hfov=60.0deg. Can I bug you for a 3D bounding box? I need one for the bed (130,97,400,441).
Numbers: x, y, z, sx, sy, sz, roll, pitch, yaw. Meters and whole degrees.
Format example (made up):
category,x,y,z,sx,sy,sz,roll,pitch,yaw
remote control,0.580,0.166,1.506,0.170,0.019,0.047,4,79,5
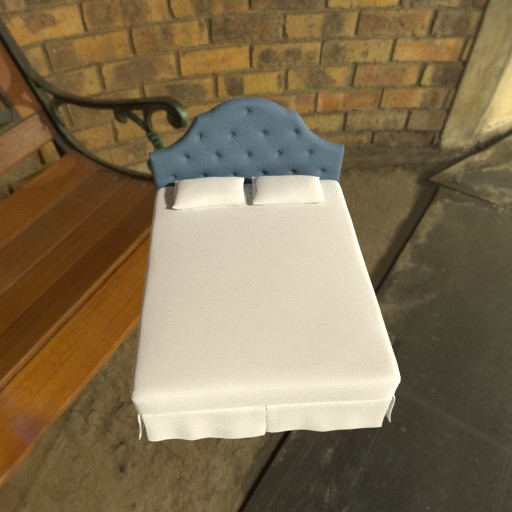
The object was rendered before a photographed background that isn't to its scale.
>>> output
category,x,y,z,sx,sy,sz,roll,pitch,yaw
bed,0.000,0.000,3.799,2.039,1.617,2.477,-3,47,-3
